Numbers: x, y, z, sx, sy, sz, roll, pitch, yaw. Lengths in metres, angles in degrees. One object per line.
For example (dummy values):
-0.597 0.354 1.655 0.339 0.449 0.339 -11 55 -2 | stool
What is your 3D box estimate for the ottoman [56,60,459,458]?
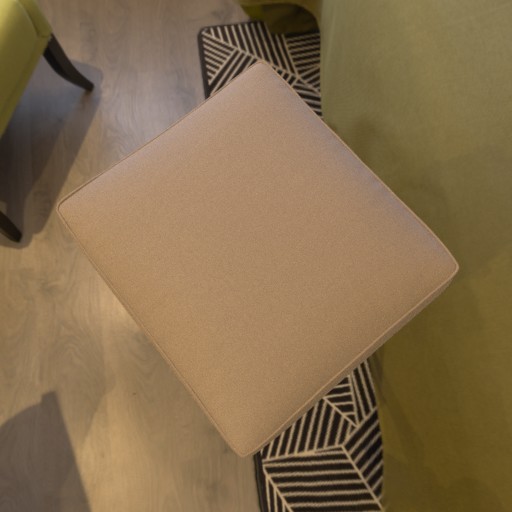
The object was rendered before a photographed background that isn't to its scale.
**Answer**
0.000 0.000 1.164 0.662 0.505 0.721 -38 79 -9 | ottoman
